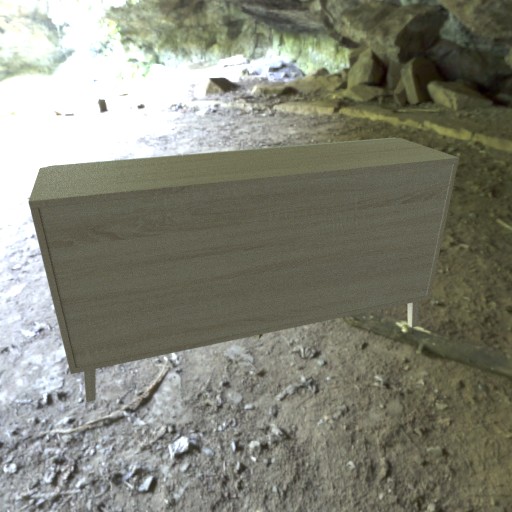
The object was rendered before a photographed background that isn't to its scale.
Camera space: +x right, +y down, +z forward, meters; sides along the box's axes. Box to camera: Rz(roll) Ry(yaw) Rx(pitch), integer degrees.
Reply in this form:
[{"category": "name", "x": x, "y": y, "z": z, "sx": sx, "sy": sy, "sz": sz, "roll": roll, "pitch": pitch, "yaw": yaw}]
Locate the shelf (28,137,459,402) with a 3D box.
[{"category": "shelf", "x": 0.000, "y": 0.000, "z": 1.805, "sx": 1.490, "sy": 0.780, "sz": 0.400, "roll": -9, "pitch": 28, "yaw": -17}]
